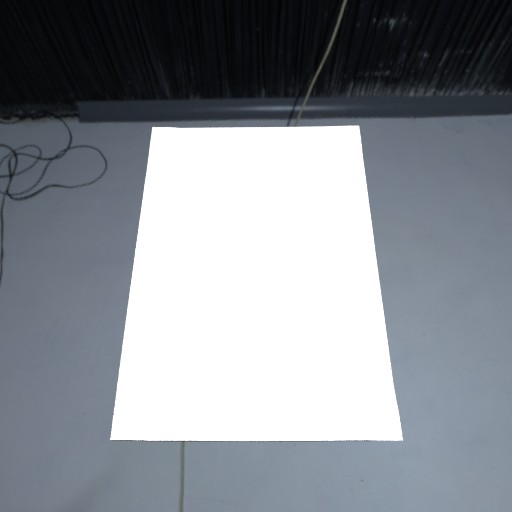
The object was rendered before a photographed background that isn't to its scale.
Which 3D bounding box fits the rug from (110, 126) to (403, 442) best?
[{"bbox_3d":[0.000,0.000,3.704,2.032,0.038,2.869,0,63,0],"label":"rug"}]
